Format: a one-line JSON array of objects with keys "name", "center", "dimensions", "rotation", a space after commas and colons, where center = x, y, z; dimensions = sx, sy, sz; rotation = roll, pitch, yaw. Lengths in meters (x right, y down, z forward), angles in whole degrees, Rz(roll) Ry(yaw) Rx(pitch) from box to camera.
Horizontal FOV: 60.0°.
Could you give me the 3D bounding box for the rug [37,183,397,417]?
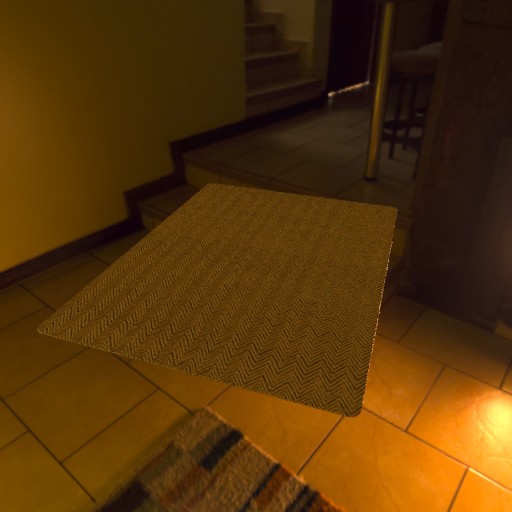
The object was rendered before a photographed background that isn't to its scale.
[{"name": "rug", "center": [0.000, 0.000, 4.299], "dimensions": [2.439, 0.014, 3.207], "rotation": [10, 32, 16]}]
